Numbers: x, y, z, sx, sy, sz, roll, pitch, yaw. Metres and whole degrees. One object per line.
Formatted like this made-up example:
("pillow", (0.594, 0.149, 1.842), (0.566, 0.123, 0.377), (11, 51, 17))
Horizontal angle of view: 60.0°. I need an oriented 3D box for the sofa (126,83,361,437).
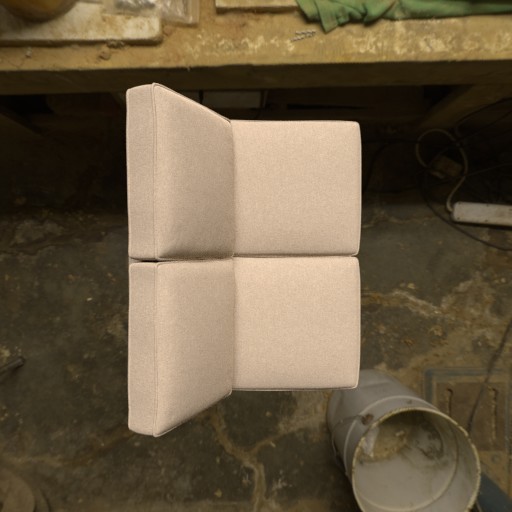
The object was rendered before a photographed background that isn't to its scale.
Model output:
("sofa", (0.000, 0.000, 1.977), (0.951, 1.008, 1.237), (0, 91, 0))
